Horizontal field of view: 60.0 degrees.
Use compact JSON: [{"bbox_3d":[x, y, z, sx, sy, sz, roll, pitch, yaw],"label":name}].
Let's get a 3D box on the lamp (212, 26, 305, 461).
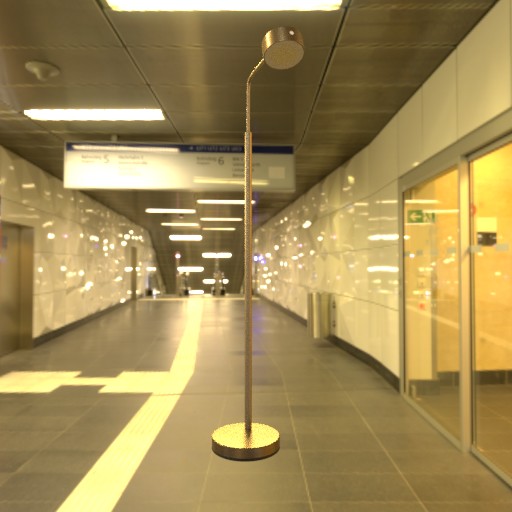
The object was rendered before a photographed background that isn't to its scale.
[{"bbox_3d":[0.000,0.000,1.353,0.219,1.230,0.418,0,-1,-19],"label":"lamp"}]
